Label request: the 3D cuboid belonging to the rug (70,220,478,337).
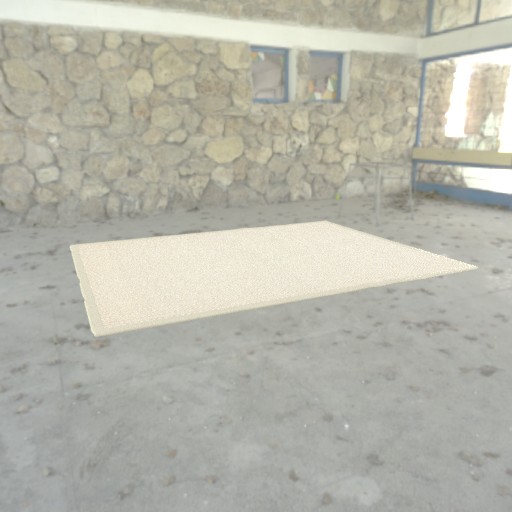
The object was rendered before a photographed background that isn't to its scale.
[{"bbox_3d":[0.000,0.000,4.872,3.659,0.037,2.734,-7,17,-24],"label":"rug"}]
